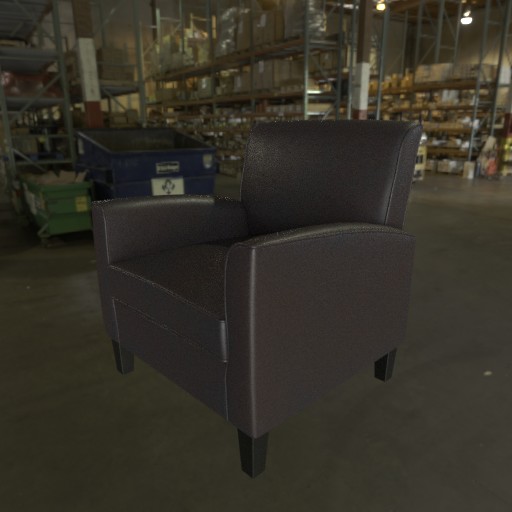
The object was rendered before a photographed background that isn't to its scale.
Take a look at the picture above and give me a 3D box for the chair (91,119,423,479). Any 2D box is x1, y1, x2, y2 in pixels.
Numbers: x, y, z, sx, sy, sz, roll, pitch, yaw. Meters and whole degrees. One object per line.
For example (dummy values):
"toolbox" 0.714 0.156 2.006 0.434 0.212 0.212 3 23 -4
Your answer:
"chair" 0.000 0.000 1.544 0.819 0.916 0.820 -15 22 -42
